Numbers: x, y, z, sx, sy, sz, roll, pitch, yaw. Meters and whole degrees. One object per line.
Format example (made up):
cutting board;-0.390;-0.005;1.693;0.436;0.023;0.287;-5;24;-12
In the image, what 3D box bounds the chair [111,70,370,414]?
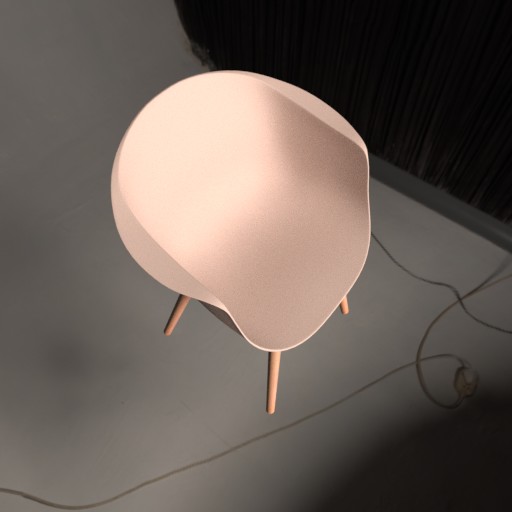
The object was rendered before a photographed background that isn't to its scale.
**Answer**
chair;0.000;0.000;1.165;0.504;0.781;0.593;34;63;20
